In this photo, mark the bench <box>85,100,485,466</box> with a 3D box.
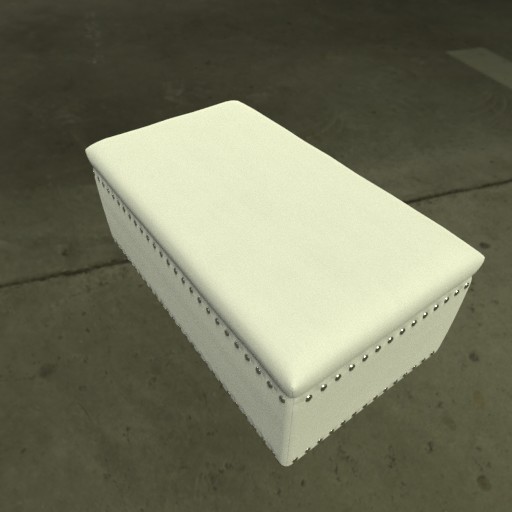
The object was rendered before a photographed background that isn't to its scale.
[{"bbox_3d":[0.000,0.000,1.170,0.500,0.449,0.887,-27,50,-25],"label":"bench"}]
